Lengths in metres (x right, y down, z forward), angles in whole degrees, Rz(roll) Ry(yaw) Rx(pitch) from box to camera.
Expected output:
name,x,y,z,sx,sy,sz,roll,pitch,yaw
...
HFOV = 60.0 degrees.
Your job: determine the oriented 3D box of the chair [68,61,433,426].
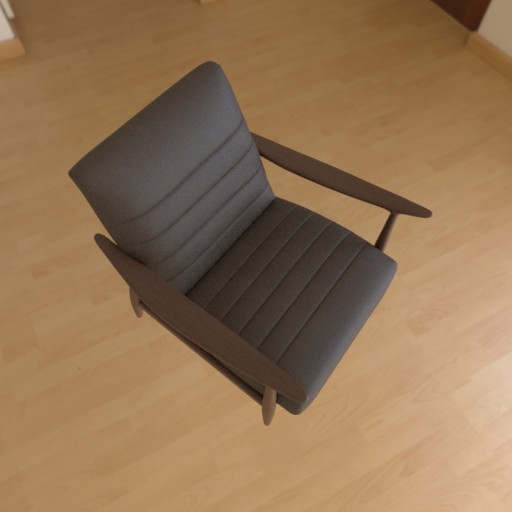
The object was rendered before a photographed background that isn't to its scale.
name,x,y,z,sx,sy,sz,roll,pitch,yaw
chair,0.000,0.000,1.445,0.798,0.831,0.741,33,64,18
